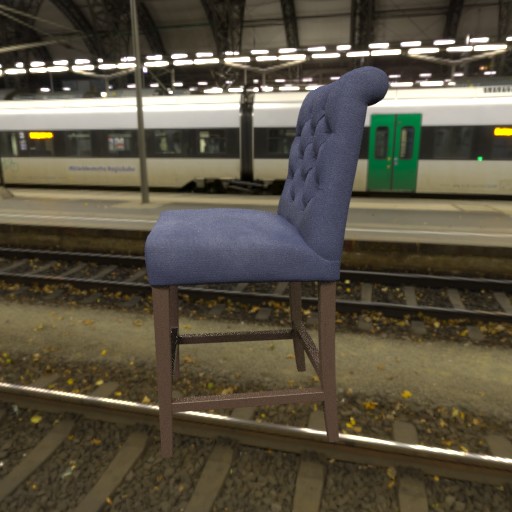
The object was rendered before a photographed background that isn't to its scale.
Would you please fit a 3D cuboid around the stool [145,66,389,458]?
[{"bbox_3d":[0.000,0.000,1.336,0.601,1.010,0.493,-2,14,-7],"label":"stool"}]
